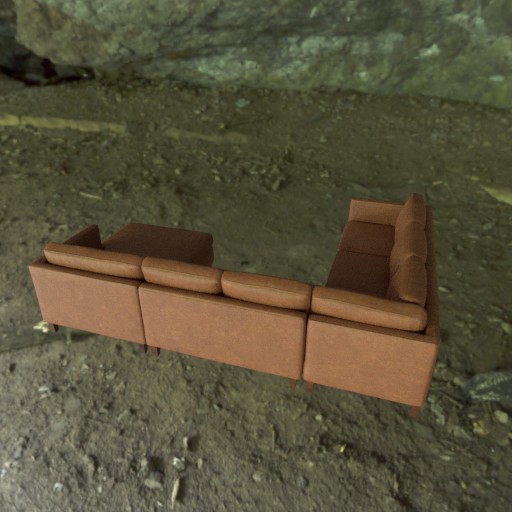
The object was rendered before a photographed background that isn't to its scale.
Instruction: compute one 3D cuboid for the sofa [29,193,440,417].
[{"bbox_3d":[0.000,0.000,4.629,3.460,0.923,2.593,9,30,16],"label":"sofa"}]
